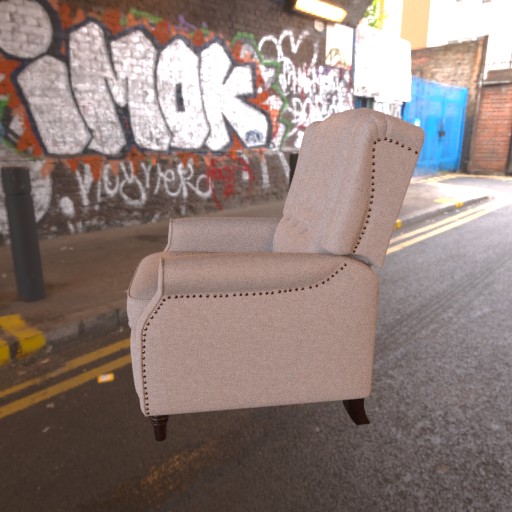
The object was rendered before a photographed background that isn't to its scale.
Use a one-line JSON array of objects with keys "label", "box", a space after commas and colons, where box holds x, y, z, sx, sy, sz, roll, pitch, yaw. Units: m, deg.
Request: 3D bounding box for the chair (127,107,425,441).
[{"label": "chair", "box": [0.000, 0.000, 1.634, 0.902, 1.035, 0.742, -2, 15, -8]}]
